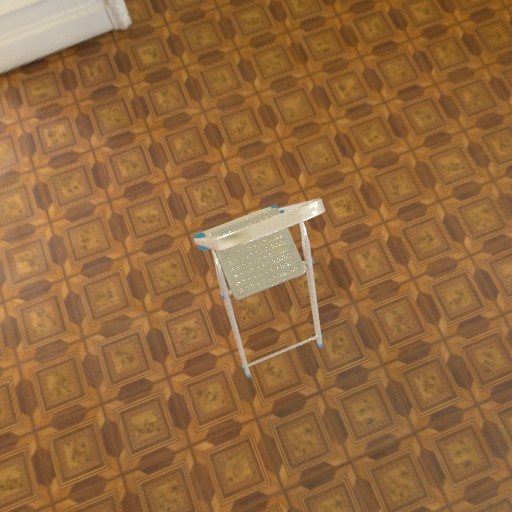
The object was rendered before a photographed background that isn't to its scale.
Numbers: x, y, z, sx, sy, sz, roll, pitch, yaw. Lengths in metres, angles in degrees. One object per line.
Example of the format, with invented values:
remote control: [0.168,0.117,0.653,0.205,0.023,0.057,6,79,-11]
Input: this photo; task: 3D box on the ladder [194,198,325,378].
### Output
ladder: [0.000,0.000,1.797,0.445,1.434,0.842,-21,75,-6]
